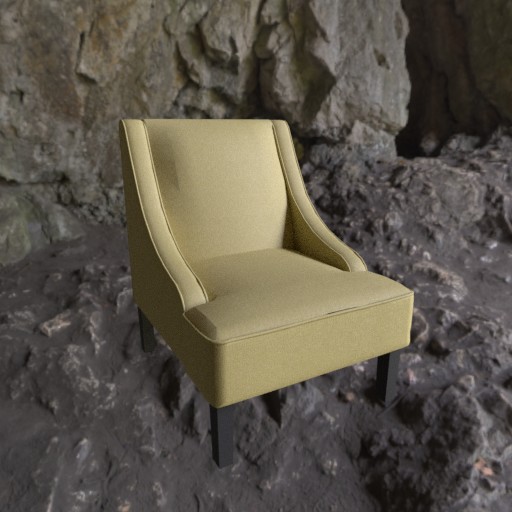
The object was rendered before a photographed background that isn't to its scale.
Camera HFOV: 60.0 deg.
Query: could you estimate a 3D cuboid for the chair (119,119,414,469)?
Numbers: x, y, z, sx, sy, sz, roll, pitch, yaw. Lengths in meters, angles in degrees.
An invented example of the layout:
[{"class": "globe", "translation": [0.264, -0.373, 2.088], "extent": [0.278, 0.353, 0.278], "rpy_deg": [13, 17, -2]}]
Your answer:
[{"class": "chair", "translation": [0.000, 0.000, 1.512], "extent": [0.696, 0.896, 0.814], "rpy_deg": [-9, 19, -28]}]
